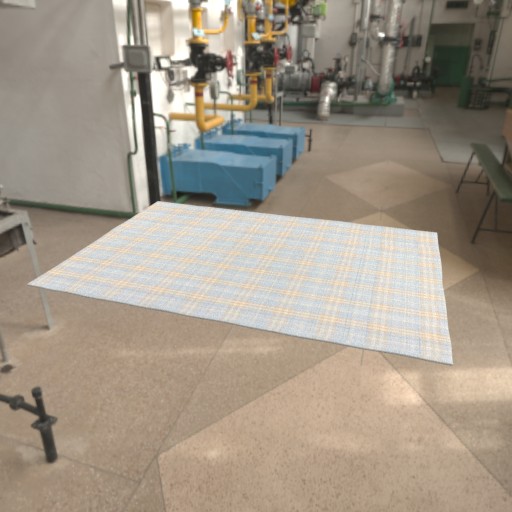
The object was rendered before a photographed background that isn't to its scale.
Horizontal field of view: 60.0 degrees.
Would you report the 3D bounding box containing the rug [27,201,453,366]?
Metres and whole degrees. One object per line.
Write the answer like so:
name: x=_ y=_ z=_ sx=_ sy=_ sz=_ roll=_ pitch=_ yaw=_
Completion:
rug: x=0.000 y=0.000 z=2.313 sx=1.835 sy=0.012 sz=1.231 roll=8 pitch=27 yaw=16
